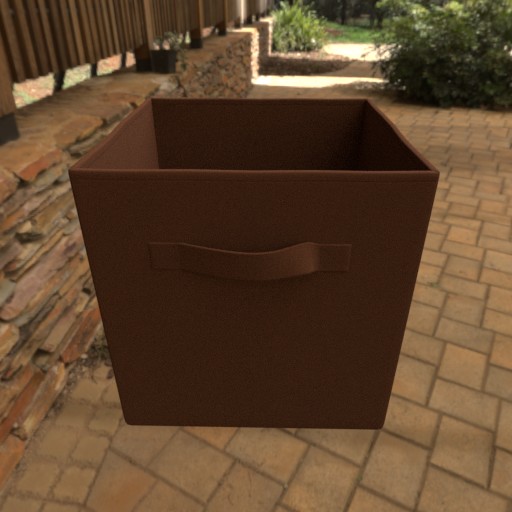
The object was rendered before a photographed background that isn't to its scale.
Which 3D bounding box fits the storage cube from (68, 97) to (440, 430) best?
[{"bbox_3d":[0.000,0.000,0.485,0.270,0.280,0.270,1,31,1],"label":"storage cube"}]
